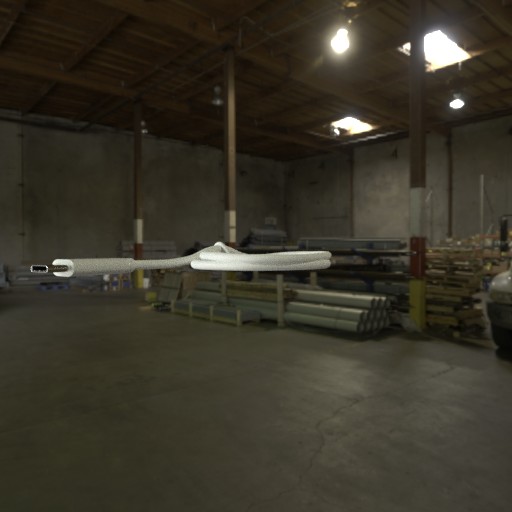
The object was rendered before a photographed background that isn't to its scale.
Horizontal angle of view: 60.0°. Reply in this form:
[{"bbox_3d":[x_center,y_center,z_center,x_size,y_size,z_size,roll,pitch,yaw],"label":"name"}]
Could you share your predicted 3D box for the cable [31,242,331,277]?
[{"bbox_3d":[0.000,0.000,0.216,0.070,0.014,0.186,1,1,36],"label":"cable"}]
